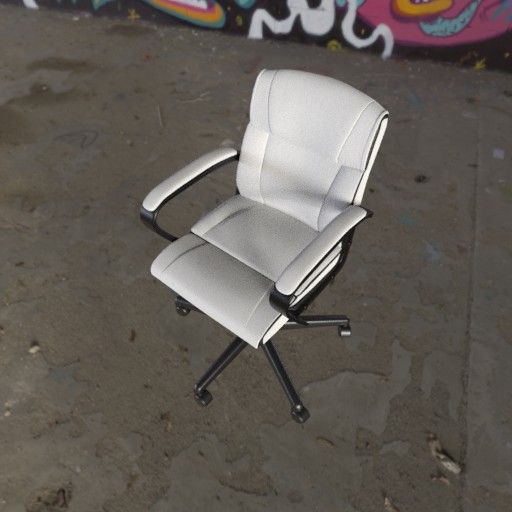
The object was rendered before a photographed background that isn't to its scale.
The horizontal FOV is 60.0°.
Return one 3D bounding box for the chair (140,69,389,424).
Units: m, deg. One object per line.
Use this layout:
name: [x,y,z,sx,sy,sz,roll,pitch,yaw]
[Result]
chair: [0.000,0.000,1.496,0.739,1.004,0.717,31,53,27]
